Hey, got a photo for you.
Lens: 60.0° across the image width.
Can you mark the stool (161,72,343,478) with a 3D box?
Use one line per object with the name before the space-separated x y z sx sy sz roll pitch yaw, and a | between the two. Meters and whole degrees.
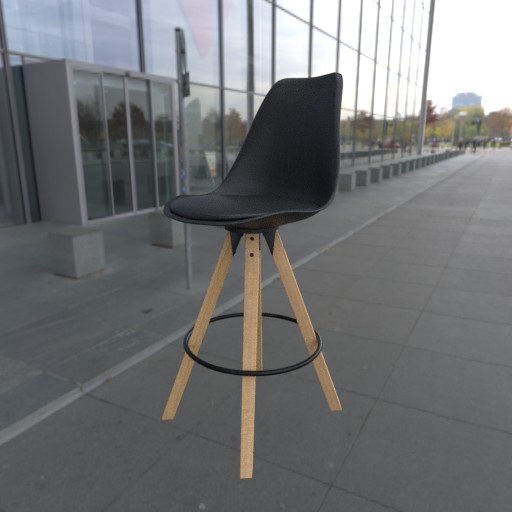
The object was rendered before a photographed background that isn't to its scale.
stool | 0.000 0.000 1.402 0.485 1.115 0.550 14 20 42
